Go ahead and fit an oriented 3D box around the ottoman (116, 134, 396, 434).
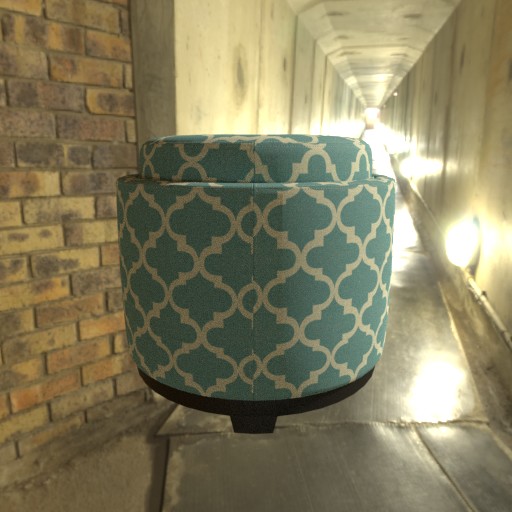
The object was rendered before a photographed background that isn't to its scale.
[{"bbox_3d":[0.000,0.000,0.815,0.480,0.429,0.480,0,13,0],"label":"ottoman"}]
